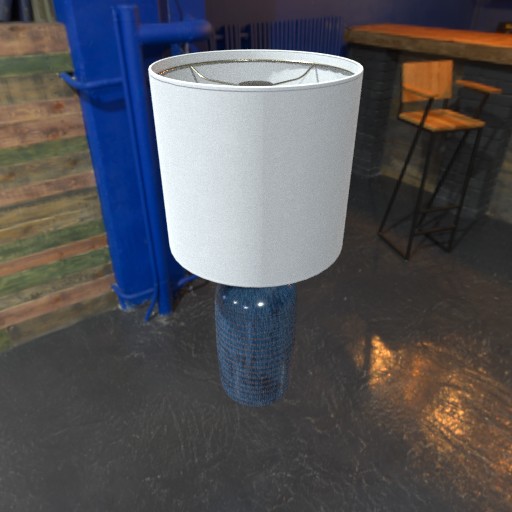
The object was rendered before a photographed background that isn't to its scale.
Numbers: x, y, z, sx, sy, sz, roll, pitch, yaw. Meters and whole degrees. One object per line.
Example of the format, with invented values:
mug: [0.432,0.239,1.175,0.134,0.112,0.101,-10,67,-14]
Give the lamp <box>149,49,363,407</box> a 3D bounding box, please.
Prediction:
lamp: [0.000,0.000,0.591,0.220,0.475,0.220,-20,37,-28]
